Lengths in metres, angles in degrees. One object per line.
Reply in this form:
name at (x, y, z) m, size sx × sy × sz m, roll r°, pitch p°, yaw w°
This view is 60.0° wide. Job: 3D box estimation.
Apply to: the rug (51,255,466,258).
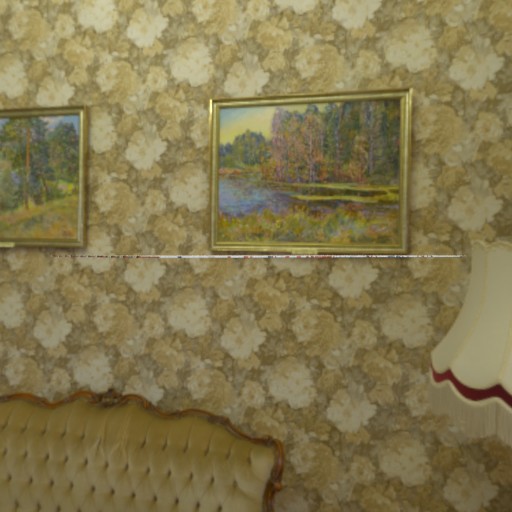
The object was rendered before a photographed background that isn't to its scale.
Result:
rug at (0.000, 0.000, 4.346) m, size 3.274 × 0.015 × 2.439 m, roll 0°, pitch 0°, yaw -35°
